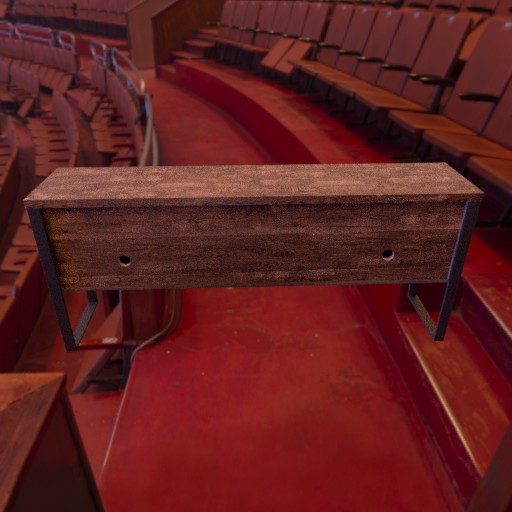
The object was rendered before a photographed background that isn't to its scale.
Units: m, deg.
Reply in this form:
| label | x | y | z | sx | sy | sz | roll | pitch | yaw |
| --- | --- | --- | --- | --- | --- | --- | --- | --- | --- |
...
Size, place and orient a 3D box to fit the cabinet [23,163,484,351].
| label | x | y | z | sx | sy | sz | roll | pitch | yaw |
| --- | --- | --- | --- | --- | --- | --- | --- | --- | --- |
| cabinet | 0.000 | 0.000 | 2.089 | 1.800 | 0.762 | 0.395 | -1 | 30 | -2 |
